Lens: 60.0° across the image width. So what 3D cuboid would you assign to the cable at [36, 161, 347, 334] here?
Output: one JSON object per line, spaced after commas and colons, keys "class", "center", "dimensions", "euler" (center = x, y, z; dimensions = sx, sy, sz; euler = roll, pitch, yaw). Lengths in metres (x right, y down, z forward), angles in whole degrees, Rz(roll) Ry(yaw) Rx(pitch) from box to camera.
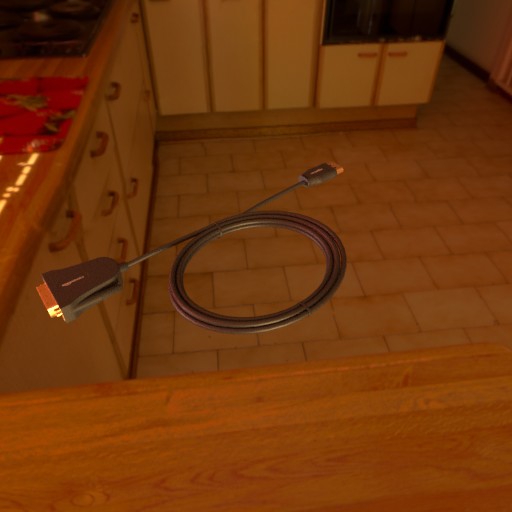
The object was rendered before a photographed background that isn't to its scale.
{"class": "cable", "center": [0.000, 0.000, 0.329], "dimensions": [0.281, 0.015, 0.136], "euler": [-26, 48, -27]}
